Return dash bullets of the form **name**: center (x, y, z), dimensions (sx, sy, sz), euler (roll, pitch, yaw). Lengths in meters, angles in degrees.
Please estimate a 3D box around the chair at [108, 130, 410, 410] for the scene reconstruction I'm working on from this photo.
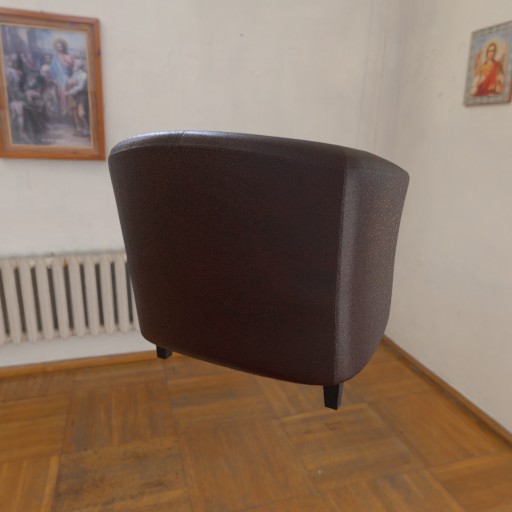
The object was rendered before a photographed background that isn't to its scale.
- **chair**: center (0.000, 0.000, 1.397), dimensions (0.792, 0.756, 0.727), euler (8, 17, 27)
